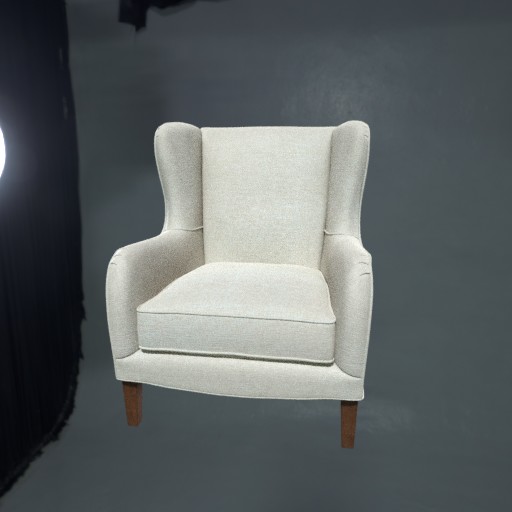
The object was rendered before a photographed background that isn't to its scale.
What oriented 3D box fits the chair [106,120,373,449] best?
[{"bbox_3d":[0.000,0.000,1.757,0.838,1.040,0.966,2,14,9],"label":"chair"}]
